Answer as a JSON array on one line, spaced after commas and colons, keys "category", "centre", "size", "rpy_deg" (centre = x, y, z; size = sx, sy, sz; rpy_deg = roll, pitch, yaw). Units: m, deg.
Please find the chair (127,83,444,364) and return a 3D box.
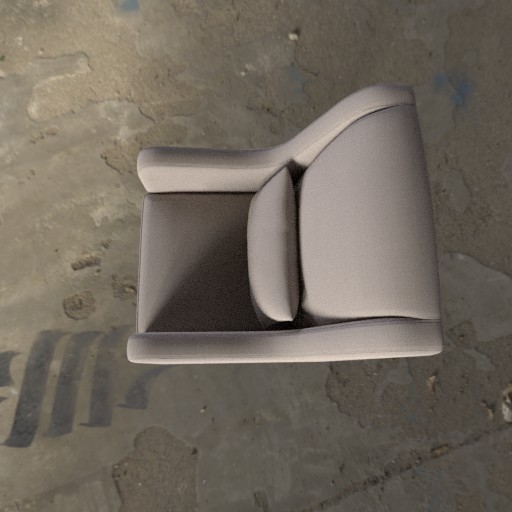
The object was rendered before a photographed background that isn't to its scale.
[{"category": "chair", "centre": [0.000, 0.000, 1.547], "size": [0.863, 1.010, 0.715], "rpy_deg": [-1, 76, 0]}]
